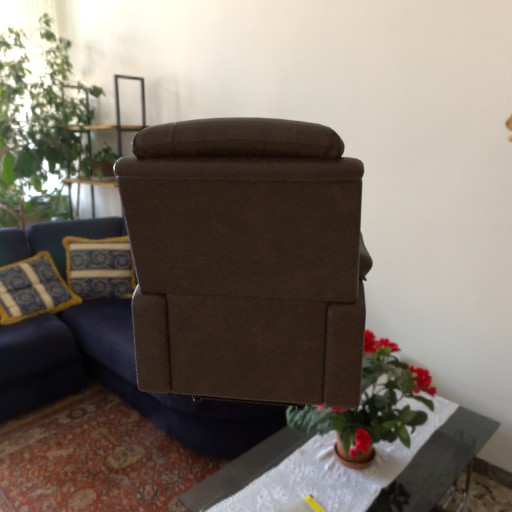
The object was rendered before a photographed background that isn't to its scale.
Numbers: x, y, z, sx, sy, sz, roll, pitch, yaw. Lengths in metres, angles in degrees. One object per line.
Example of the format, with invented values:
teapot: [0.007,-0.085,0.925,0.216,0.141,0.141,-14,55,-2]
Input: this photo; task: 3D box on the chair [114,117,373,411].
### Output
chair: [0.000,0.000,1.717,0.855,0.992,0.919,2,15,8]
